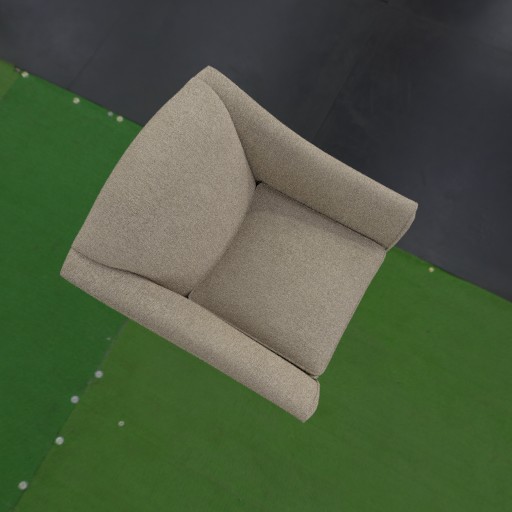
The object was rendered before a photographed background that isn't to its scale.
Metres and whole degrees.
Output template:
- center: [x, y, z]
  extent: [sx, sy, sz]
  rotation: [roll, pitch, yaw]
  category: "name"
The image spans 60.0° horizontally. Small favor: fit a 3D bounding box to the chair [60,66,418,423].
- center: [0.000, 0.000, 1.487]
  extent: [0.787, 0.839, 0.763]
  rotation: [29, 77, 8]
  category: "chair"
